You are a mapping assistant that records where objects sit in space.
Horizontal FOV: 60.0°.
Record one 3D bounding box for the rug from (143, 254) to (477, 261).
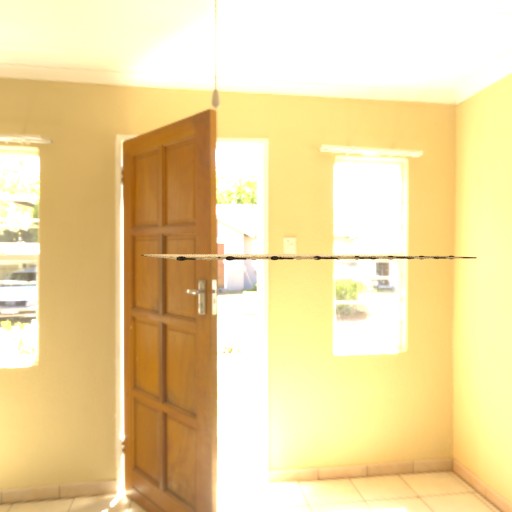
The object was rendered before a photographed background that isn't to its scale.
[{"bbox_3d":[0.000,0.000,3.339,1.524,0.021,2.755,0,0,-18],"label":"rug"}]
